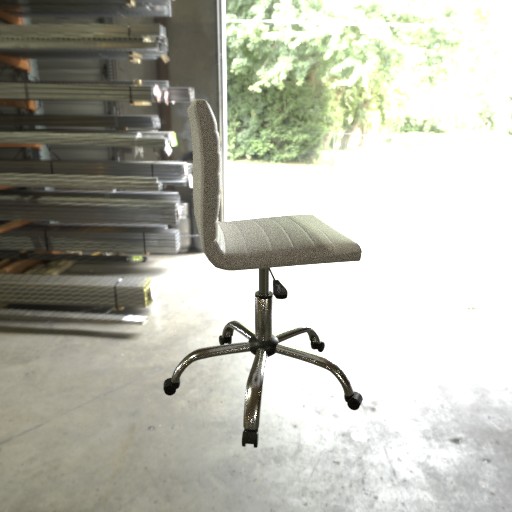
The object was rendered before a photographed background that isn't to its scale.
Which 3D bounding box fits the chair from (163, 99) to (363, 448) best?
[{"bbox_3d":[0.000,0.000,1.189,0.530,0.780,0.556,-3,17,-10],"label":"chair"}]
